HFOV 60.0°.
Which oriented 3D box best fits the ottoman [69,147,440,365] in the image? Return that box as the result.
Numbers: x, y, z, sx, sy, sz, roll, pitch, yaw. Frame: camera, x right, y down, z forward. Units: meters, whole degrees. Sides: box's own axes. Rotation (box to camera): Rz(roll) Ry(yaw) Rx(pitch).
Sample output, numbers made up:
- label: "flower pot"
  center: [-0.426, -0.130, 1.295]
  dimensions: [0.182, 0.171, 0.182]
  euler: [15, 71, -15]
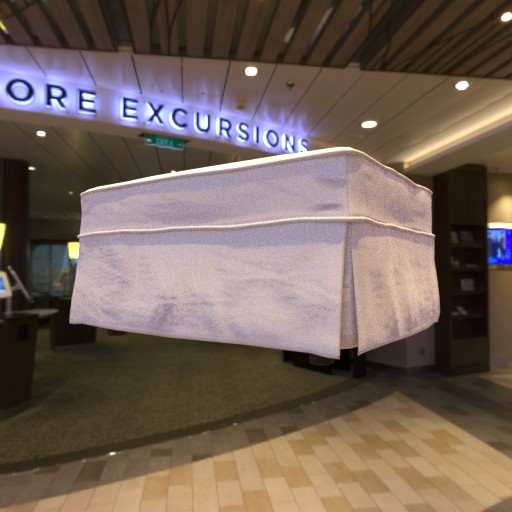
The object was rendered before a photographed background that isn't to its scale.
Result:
- label: "ottoman"
  center: [0.000, 0.000, 1.354]
  dimensions: [0.944, 0.479, 0.703]
  euler: [-1, -2, 35]
